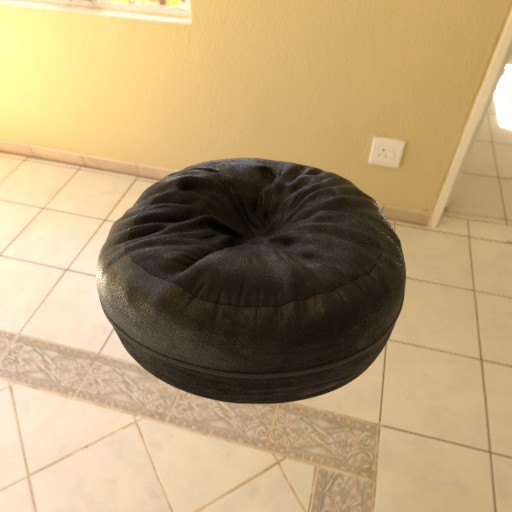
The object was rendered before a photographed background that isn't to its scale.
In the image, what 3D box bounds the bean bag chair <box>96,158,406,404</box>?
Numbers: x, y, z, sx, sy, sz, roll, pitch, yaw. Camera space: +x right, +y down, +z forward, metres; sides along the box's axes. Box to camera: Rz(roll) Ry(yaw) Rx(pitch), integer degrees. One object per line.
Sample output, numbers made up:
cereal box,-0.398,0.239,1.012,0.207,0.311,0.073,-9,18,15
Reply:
bean bag chair,0.000,0.000,2.422,1.524,0.878,1.524,4,47,4
